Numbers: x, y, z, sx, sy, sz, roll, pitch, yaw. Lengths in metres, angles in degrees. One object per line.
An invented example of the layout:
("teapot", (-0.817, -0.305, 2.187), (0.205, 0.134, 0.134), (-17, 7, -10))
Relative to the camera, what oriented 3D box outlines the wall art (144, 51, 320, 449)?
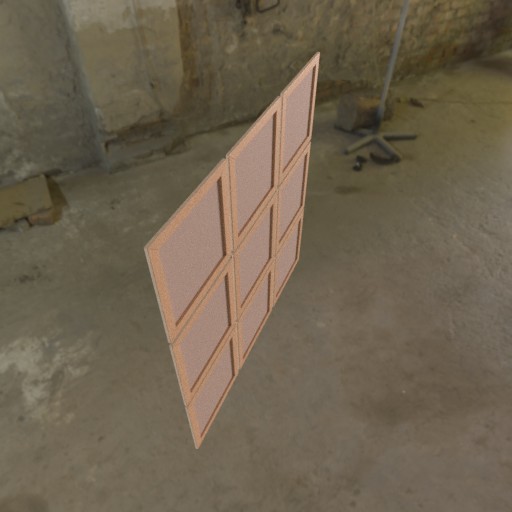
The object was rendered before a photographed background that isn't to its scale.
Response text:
("wall art", (0.000, 0.000, 2.281), (0.014, 1.507, 1.519), (18, 49, 17))
